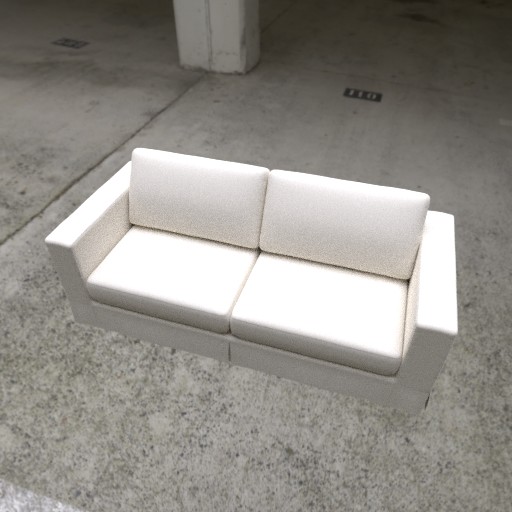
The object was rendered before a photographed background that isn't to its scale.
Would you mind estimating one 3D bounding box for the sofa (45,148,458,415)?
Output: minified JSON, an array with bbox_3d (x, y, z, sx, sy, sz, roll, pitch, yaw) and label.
[{"bbox_3d":[0.000,0.000,2.631,2.163,0.881,0.954,12,42,13],"label":"sofa"}]
